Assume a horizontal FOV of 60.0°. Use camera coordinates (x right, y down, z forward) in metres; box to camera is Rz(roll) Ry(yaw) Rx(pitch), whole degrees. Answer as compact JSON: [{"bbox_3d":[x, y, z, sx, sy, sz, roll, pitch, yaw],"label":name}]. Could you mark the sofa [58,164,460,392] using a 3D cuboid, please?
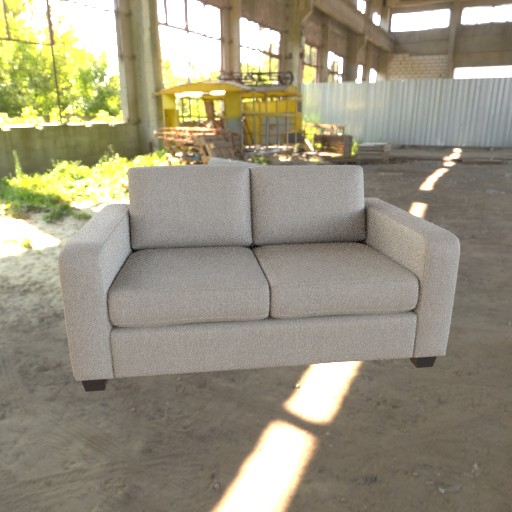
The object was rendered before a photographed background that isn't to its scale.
[{"bbox_3d":[0.000,0.000,2.101,1.540,0.800,0.900,-2,18,-7],"label":"sofa"}]
